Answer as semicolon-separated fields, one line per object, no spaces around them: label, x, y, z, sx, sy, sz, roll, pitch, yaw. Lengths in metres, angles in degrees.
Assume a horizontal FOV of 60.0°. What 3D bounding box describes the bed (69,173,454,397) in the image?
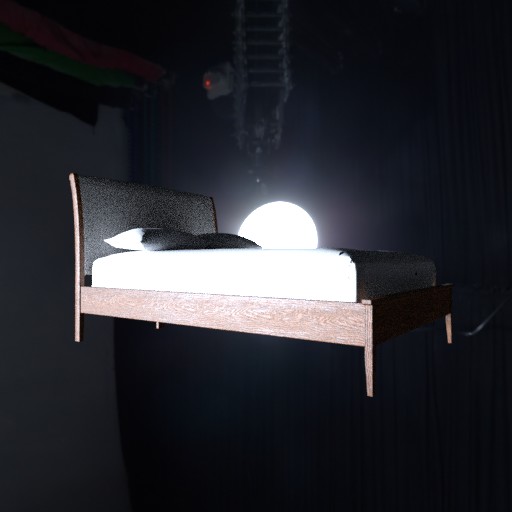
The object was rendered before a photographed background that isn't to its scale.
bed;0.000;0.000;3.263;2.380;1.250;1.612;0;-1;36
